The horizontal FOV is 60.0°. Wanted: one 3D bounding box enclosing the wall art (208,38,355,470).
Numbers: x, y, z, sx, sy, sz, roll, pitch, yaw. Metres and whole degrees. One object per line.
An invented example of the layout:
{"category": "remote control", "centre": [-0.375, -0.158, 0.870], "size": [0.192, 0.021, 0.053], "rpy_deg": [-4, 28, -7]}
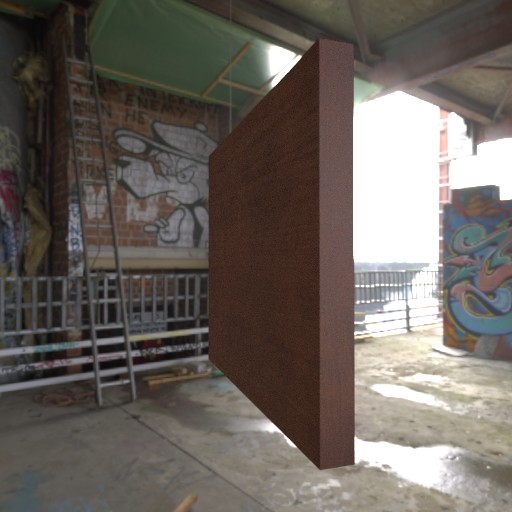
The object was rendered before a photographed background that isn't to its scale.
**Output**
{"category": "wall art", "centre": [0.000, 0.000, 0.531], "size": [0.030, 0.328, 0.401], "rpy_deg": [0, -1, -18]}
